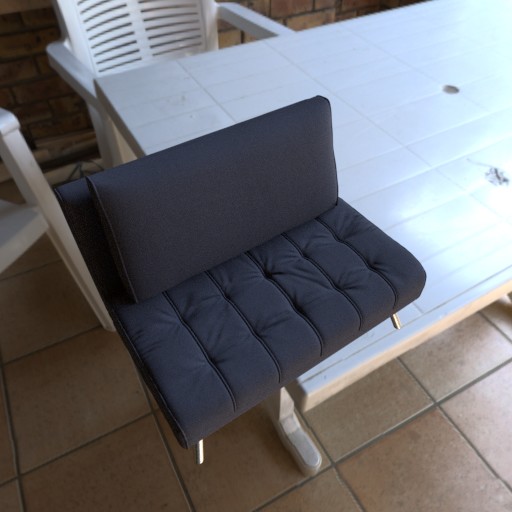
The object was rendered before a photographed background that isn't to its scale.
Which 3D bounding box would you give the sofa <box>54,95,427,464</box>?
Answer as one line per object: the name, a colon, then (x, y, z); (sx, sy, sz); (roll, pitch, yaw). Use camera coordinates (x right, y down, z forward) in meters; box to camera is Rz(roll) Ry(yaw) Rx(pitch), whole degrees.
sofa: (0.000, 0.000, 1.854); (1.220, 0.910, 0.910); (-27, 53, -22)
